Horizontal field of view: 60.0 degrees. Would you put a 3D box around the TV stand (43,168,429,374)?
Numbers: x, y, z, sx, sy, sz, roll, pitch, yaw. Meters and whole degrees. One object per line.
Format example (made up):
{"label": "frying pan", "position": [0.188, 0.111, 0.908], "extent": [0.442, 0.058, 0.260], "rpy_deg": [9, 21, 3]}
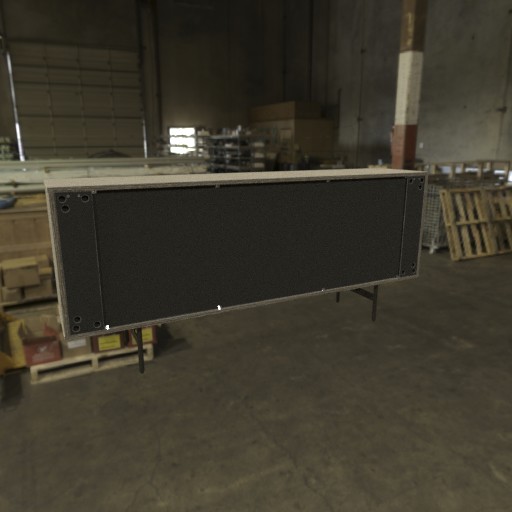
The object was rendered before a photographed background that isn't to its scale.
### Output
{"label": "TV stand", "position": [0.000, 0.000, 2.182], "extent": [1.804, 0.787, 0.405], "rpy_deg": [-7, 16, -26]}
